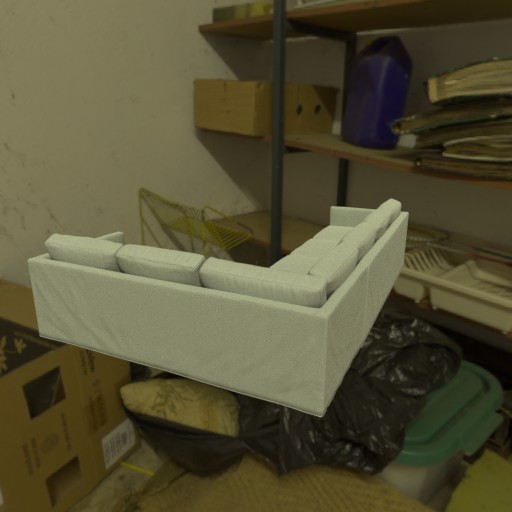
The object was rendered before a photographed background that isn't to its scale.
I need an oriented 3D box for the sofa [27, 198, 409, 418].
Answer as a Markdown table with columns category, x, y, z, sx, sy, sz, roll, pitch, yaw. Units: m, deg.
| category | x | y | z | sx | sy | sz | roll | pitch | yaw |
| --- | --- | --- | --- | --- | --- | --- | --- | --- | --- |
| sofa | 0.000 | 0.000 | 4.364 | 2.432 | 0.871 | 3.182 | 8 | 19 | 24 |
